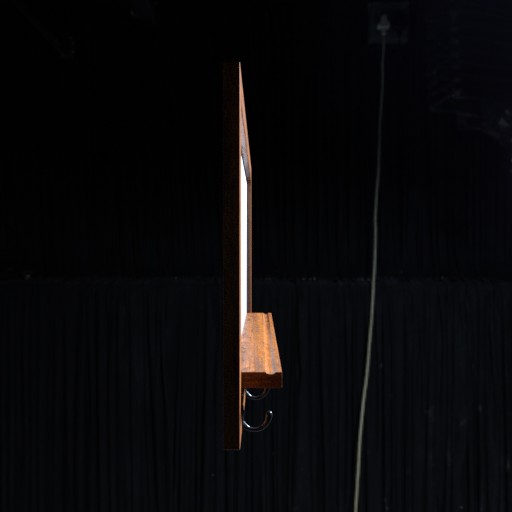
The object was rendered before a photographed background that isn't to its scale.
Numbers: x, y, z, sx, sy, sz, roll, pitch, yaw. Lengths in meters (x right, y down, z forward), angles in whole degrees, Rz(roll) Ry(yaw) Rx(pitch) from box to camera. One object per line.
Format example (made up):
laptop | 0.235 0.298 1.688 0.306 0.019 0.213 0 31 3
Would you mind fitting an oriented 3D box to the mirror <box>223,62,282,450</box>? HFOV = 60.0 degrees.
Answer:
mirror | 0.000 0.000 0.990 0.084 0.537 0.758 0 0 1
